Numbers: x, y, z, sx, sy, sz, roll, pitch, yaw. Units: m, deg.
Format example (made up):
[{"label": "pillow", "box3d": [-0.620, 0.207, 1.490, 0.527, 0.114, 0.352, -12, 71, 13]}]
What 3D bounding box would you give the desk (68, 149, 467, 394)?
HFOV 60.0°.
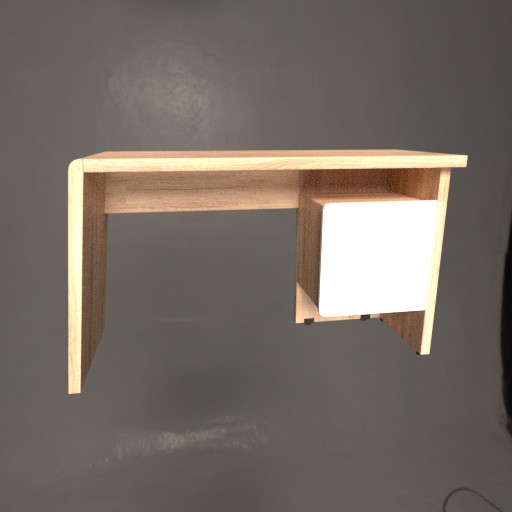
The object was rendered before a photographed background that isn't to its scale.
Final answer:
[{"label": "desk", "box3d": [0.000, 0.000, 1.661, 1.300, 0.750, 0.500, -3, 16, -9]}]
